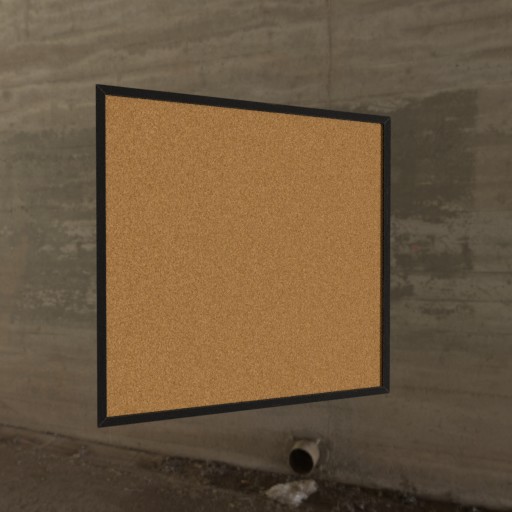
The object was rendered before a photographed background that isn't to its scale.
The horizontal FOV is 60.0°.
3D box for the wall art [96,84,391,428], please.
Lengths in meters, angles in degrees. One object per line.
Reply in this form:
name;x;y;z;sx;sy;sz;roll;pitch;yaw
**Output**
wall art;0.000;0.000;0.747;0.506;0.506;0.036;0;1;-18
